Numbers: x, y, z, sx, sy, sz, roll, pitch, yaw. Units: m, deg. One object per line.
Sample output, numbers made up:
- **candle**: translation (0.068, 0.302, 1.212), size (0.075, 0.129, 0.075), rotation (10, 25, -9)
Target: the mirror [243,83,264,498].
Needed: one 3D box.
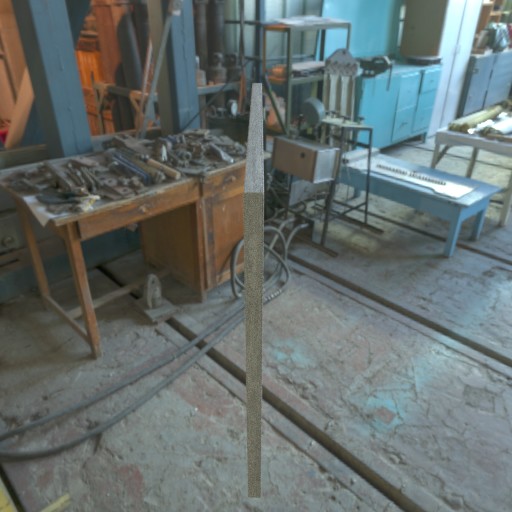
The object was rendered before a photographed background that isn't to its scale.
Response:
- **mirror**: translation (0.000, 0.000, 1.118), size (0.028, 0.689, 0.839), rotation (0, 30, 0)
